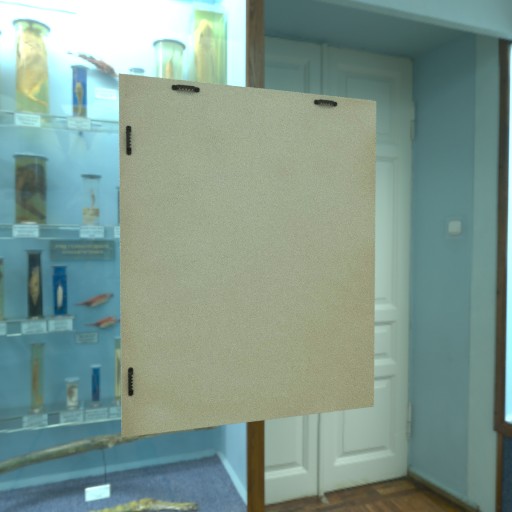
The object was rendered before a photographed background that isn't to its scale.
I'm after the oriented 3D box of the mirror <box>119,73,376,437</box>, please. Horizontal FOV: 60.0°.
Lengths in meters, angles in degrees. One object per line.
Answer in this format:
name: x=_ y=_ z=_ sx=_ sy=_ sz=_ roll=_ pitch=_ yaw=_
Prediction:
mirror: x=0.000 y=0.000 z=0.692 sx=0.406 sy=0.509 sz=0.041 roll=0 pitch=2 yaw=-17
